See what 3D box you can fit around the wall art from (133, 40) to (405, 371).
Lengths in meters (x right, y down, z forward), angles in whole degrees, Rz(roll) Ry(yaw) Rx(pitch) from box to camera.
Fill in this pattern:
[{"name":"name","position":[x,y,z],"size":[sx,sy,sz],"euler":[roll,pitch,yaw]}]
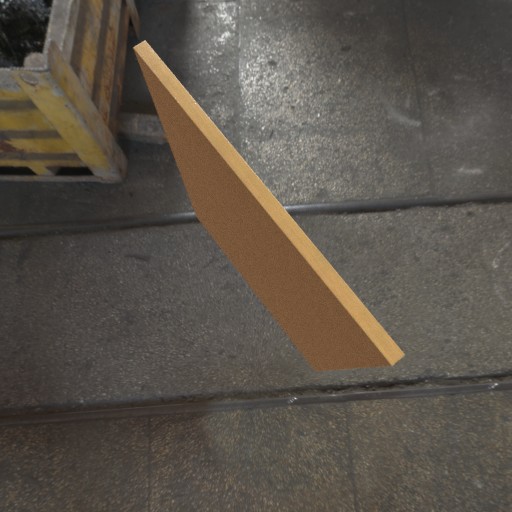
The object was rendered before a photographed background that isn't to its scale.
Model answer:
[{"name":"wall art","position":[0.000,0.000,1.316],"size":[0.030,1.002,0.798],"euler":[-36,78,-9]}]
